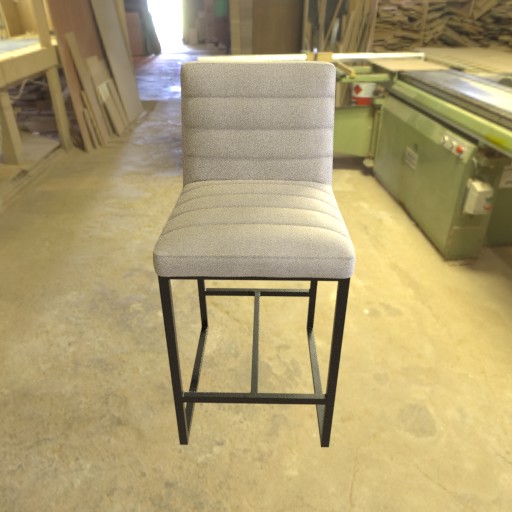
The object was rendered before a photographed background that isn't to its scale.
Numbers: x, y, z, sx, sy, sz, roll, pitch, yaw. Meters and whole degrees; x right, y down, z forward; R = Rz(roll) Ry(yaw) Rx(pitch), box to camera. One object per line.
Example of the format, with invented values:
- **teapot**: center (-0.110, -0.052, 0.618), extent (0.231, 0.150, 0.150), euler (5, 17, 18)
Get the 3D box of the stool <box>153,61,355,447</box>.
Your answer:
- **stool**: center (0.000, 0.000, 1.269), extent (0.459, 0.971, 0.567), euler (1, 30, 1)
